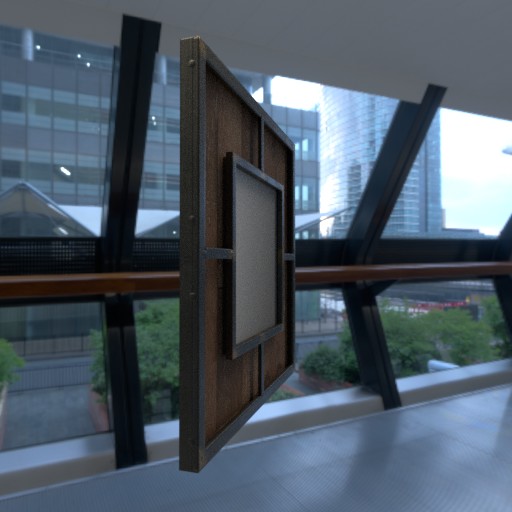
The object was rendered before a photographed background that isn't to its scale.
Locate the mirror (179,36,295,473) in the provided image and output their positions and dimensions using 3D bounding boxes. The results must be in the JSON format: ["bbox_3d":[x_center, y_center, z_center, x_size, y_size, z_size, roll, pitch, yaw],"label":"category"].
[{"bbox_3d":[0.000,0.000,0.569,0.020,0.381,0.382,0,-1,18],"label":"mirror"}]
